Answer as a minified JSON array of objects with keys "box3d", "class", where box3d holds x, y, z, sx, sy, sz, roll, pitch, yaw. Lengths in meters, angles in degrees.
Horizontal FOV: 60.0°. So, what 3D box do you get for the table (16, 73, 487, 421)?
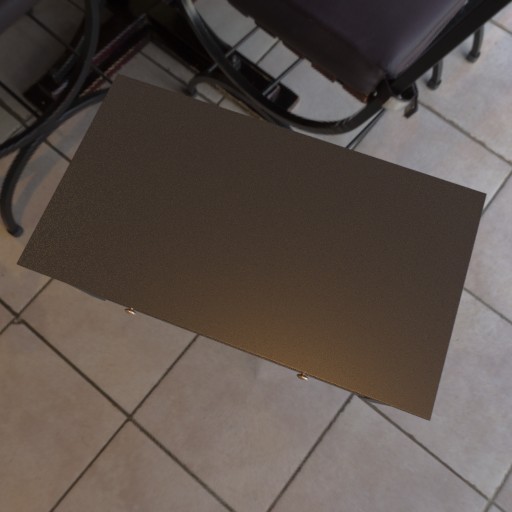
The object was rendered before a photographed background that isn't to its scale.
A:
[{"box3d":[0.000,0.000,1.374,1.068,0.493,0.612,20,75,5],"class":"table"}]
